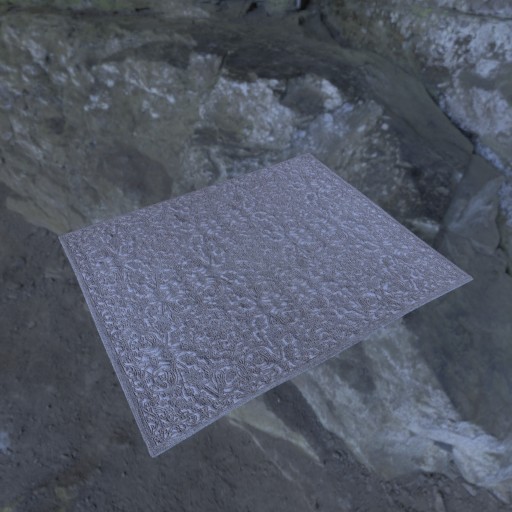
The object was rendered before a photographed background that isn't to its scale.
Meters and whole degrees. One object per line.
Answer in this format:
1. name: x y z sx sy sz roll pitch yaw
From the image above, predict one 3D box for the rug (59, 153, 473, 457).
1. rug: 0.000 0.000 4.110 3.017 0.035 2.472 -23 48 -22
